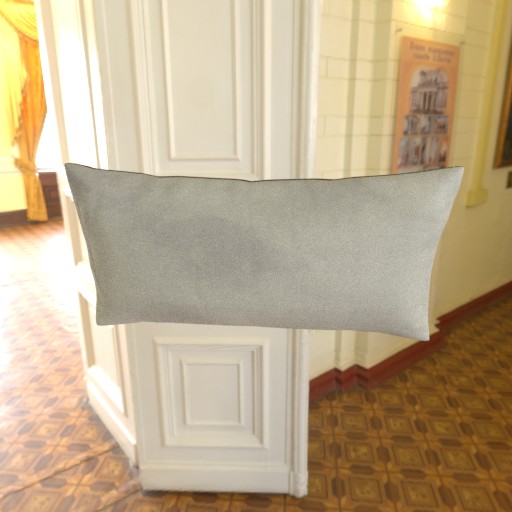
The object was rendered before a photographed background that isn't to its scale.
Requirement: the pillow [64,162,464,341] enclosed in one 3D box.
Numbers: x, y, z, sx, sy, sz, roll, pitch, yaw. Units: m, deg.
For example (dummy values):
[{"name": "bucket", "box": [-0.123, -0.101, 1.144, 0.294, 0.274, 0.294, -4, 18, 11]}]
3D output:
[{"name": "pillow", "box": [0.000, 0.000, 0.738, 0.608, 0.305, 0.156, 2, 17, 6]}]
